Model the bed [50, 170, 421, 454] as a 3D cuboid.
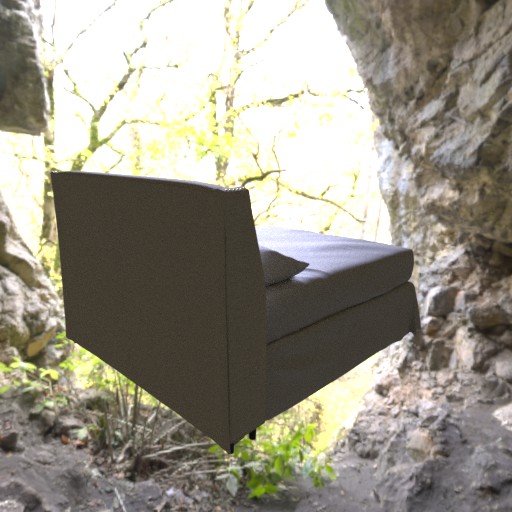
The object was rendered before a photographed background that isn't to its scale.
[{"bbox_3d":[0.000,0.000,3.415,2.276,1.332,1.925,-14,19,-43],"label":"bed"}]
